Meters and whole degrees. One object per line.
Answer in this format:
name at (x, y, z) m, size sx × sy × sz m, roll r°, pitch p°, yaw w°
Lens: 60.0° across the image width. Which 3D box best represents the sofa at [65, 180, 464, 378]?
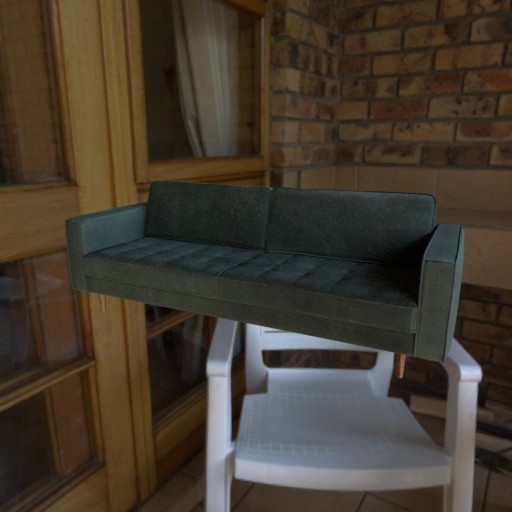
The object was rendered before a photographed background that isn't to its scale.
sofa at (0.000, 0.000, 2.620) m, size 2.214 × 0.781 × 0.886 m, roll 7°, pitch 16°, yaw 25°
